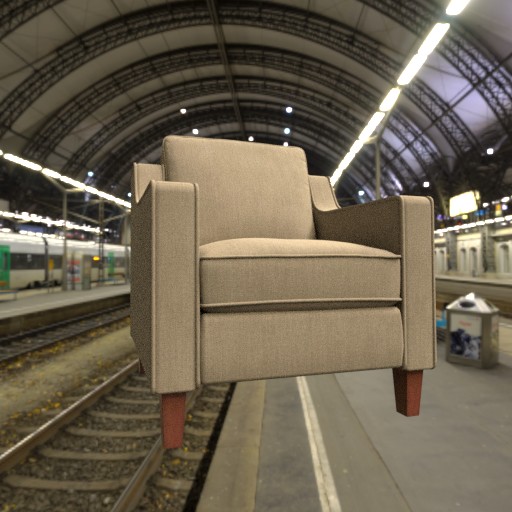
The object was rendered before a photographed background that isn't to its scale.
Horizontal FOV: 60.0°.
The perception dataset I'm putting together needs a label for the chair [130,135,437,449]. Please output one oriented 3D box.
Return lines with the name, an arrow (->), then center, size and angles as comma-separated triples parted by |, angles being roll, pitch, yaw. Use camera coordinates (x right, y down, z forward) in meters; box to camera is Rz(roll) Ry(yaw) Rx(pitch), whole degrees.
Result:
chair -> 0.000, 0.000, 1.594 | 0.831, 0.960, 0.909 | 0, -1, -19
